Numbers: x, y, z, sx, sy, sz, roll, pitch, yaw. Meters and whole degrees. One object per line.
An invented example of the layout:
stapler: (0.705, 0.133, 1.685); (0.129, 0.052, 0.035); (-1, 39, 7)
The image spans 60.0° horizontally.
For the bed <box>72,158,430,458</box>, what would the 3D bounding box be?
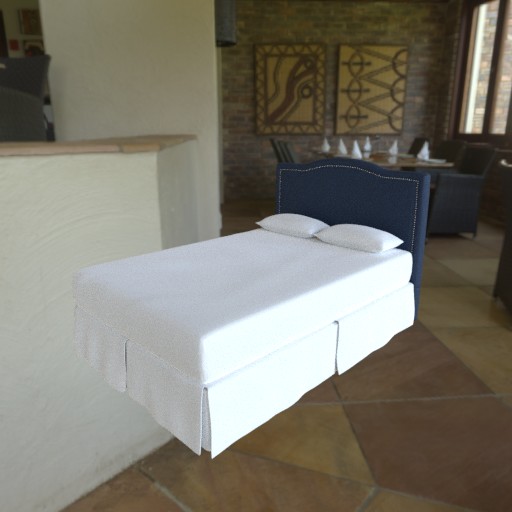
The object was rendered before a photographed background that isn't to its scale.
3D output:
bed: (0.000, 0.000, 3.585); (1.741, 1.441, 2.507); (15, 22, 43)
